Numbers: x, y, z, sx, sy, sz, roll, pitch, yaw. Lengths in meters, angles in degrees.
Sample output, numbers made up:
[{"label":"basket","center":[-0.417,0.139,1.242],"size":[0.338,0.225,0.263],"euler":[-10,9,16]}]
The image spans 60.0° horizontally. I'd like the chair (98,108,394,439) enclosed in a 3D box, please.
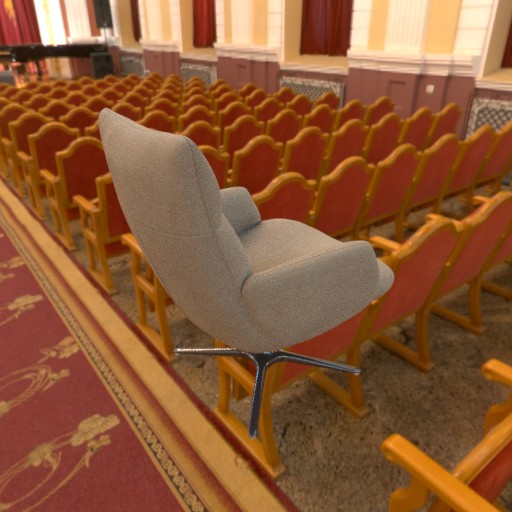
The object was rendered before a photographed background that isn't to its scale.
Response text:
[{"label":"chair","center":[0.000,0.000,1.571],"size":[0.889,1.016,0.711],"euler":[-19,32,-32]}]
